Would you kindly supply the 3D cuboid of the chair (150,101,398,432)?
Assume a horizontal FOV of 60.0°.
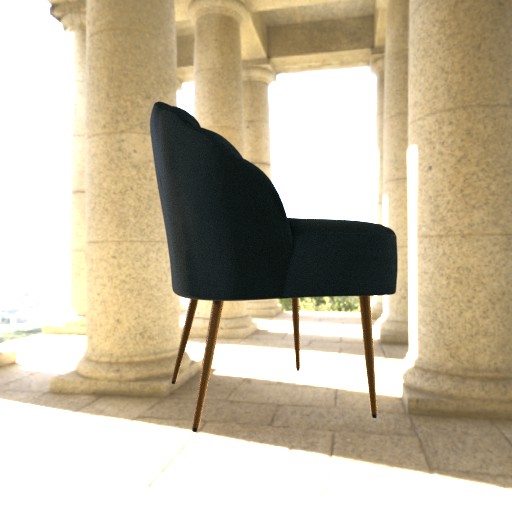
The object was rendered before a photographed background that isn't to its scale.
[{"bbox_3d":[0.000,0.000,1.290,0.599,0.819,0.657,0,-1,-17],"label":"chair"}]
